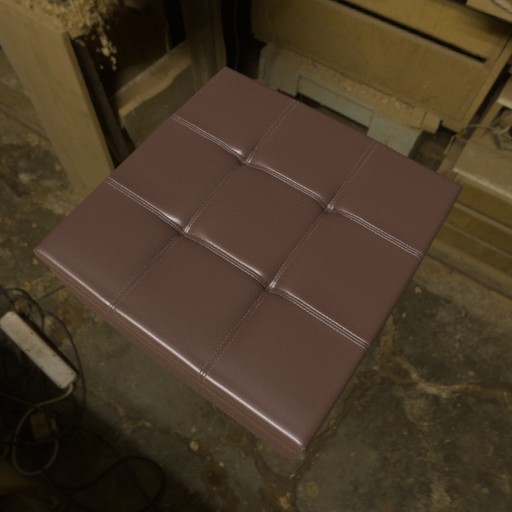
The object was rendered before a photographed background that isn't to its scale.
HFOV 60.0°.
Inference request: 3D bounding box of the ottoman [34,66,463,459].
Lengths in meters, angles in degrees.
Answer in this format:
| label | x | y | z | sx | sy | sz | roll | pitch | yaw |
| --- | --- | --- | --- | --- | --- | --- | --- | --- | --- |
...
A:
| label | x | y | z | sx | sy | sz | roll | pitch | yaw |
| --- | --- | --- | --- | --- | --- | --- | --- | --- | --- |
| ottoman | 0.000 | 0.000 | 1.293 | 0.787 | 0.460 | 0.788 | 32 | 68 | 15 |
